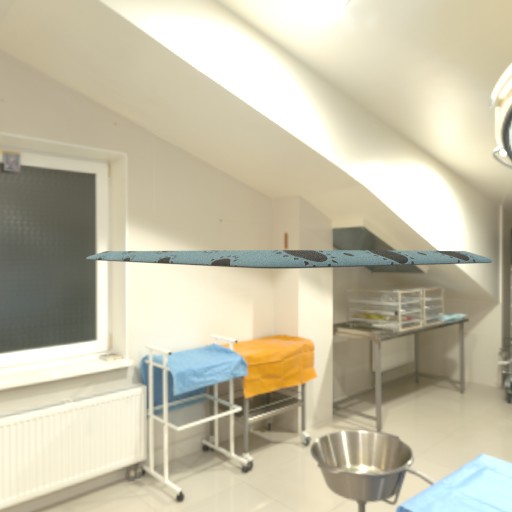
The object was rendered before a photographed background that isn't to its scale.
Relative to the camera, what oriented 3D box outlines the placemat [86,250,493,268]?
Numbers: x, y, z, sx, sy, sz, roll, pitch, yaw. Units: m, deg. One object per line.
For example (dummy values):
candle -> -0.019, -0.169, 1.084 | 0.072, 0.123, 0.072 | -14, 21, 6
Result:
placemat -> 0.000, 0.000, 0.934 | 0.508, 0.021, 0.762 | 0, 1, -36
